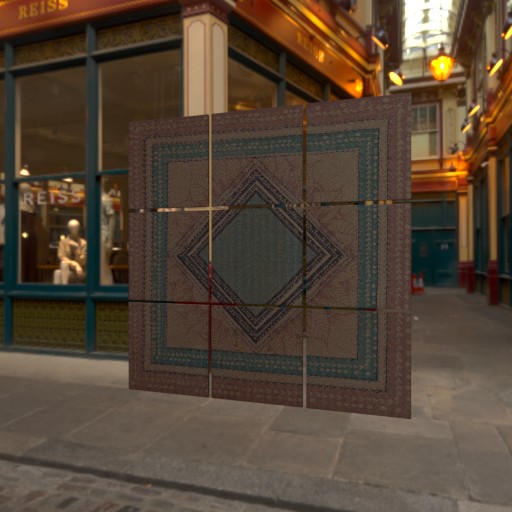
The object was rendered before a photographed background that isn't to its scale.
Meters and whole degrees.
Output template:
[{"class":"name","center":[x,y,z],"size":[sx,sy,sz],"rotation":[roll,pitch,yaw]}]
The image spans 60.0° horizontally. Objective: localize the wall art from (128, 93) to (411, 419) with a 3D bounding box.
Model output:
[{"class":"wall art","center":[0.000,0.000,2.309],"size":[1.527,1.525,0.014],"rotation":[0,0,18]}]
